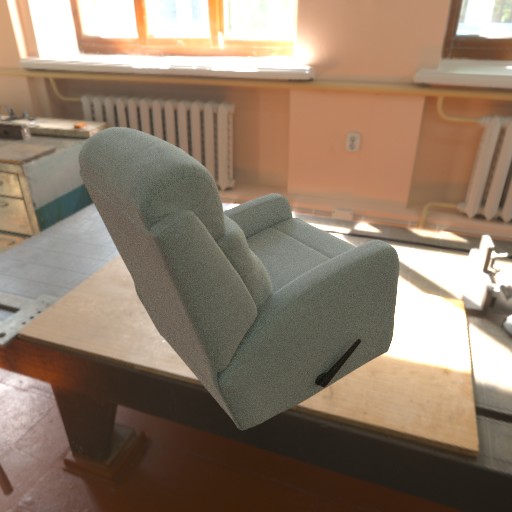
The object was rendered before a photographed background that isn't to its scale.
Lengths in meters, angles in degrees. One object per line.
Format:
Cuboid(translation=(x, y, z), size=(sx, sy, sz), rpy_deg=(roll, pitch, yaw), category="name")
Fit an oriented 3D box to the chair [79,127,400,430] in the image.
Cuboid(translation=(0.000, 0.000, 1.714), size=(1.043, 1.013, 0.798), rpy_deg=(-18, 33, -31), category="chair")
